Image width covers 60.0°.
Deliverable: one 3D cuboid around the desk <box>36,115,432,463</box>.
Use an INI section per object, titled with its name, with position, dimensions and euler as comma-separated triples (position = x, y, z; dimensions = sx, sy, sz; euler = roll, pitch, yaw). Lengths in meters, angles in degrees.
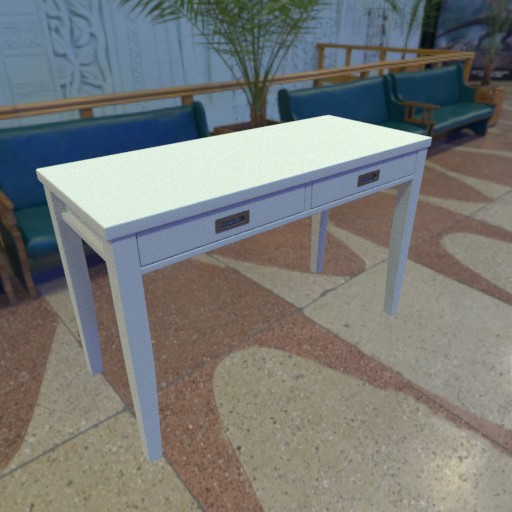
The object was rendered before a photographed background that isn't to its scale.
[desk]
position = 0.000, 0.000, 1.622
dimensions = 1.220, 0.775, 0.508
euler = -21, 35, -33
